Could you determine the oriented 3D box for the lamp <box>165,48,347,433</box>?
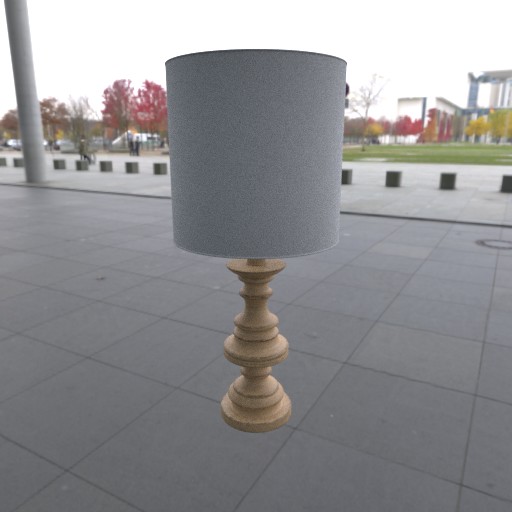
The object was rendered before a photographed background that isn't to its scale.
[{"bbox_3d":[0.000,0.000,0.573,0.208,0.455,0.208,14,20,43],"label":"lamp"}]
